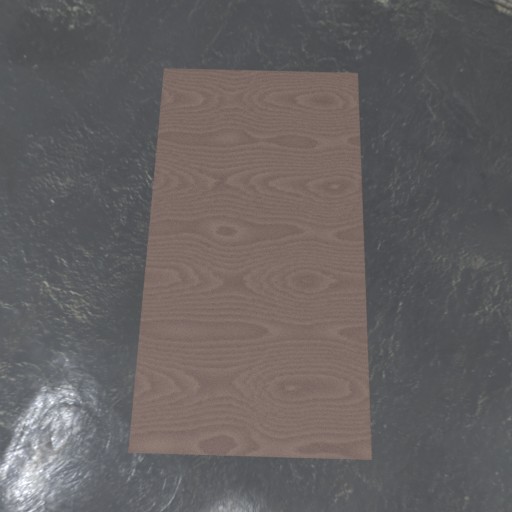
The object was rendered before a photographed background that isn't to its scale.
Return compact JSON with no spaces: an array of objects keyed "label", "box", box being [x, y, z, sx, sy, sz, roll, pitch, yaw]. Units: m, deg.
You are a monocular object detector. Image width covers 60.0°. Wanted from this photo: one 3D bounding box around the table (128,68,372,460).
[{"label":"table","box":[0.000,0.000,1.502,0.651,0.347,1.197,2,75,0]}]
